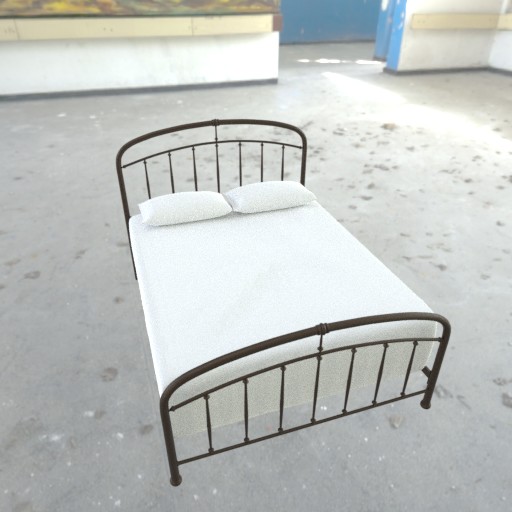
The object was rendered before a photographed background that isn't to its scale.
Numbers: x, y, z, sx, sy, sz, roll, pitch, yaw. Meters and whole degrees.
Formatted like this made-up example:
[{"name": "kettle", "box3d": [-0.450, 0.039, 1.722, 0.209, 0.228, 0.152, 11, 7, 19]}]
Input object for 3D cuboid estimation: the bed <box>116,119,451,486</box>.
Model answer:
[{"name": "bed", "box3d": [0.000, 0.000, 3.182, 1.711, 1.425, 2.180, -10, 33, -16]}]
